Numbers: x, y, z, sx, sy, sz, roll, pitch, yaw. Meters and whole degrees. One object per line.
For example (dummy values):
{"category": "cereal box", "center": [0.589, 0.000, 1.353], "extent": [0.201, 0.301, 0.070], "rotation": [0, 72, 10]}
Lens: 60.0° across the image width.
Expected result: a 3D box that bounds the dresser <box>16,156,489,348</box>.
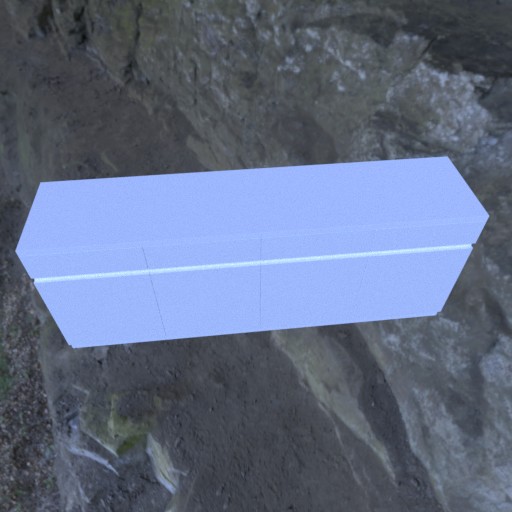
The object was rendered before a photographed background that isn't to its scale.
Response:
{"category": "dresser", "center": [0.000, 0.000, 2.522], "extent": [2.200, 0.840, 0.500], "rotation": [-4, 47, -4]}
